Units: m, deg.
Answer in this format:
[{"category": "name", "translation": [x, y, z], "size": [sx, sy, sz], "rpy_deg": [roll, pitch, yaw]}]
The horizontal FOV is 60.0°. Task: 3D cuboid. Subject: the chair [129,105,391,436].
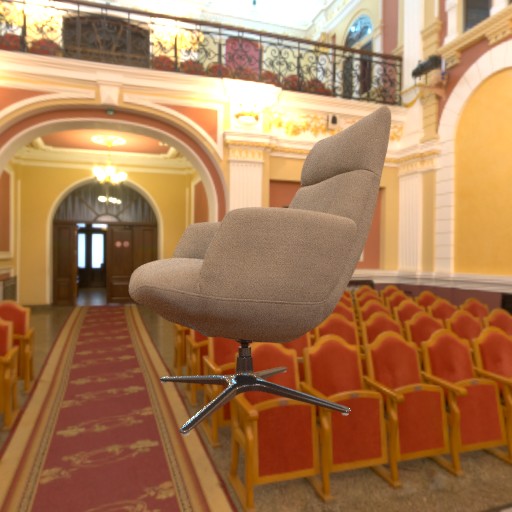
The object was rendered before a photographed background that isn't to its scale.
[{"category": "chair", "translation": [0.000, 0.000, 1.611], "size": [0.889, 1.016, 0.711], "rpy_deg": [0, 0, -18]}]
